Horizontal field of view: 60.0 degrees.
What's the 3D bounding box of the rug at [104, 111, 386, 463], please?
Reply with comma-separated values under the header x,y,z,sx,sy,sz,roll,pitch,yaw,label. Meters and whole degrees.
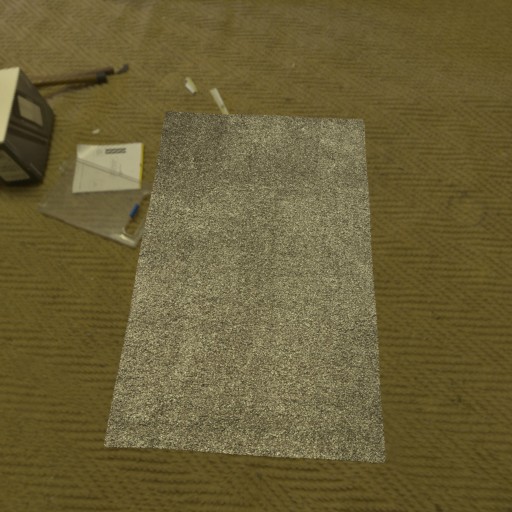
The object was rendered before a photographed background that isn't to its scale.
x,y,z,sx,sy,sz,roll,pitch,yaw,label
0.000,0.000,2.858,1.501,0.025,2.352,3,65,1,rug
